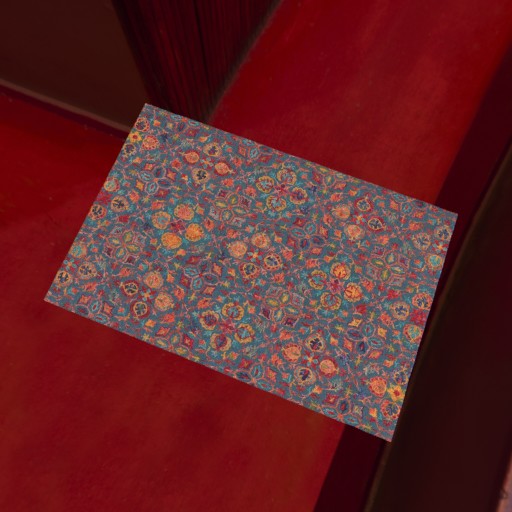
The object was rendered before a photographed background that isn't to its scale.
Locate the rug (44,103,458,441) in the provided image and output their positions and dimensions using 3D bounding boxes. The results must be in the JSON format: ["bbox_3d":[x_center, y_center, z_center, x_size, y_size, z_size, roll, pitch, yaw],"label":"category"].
[{"bbox_3d":[0.000,0.000,2.303,1.836,0.014,1.216,21,76,5],"label":"rug"}]
